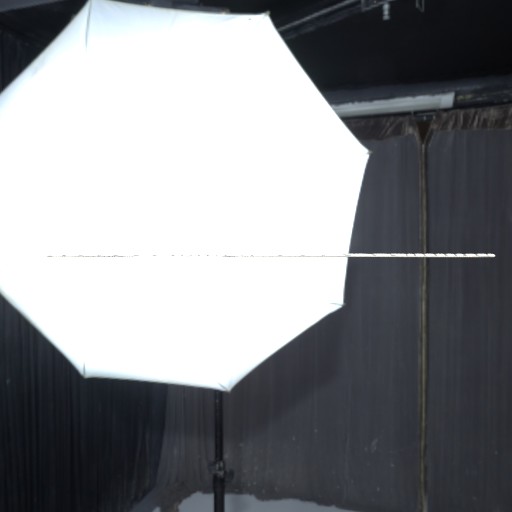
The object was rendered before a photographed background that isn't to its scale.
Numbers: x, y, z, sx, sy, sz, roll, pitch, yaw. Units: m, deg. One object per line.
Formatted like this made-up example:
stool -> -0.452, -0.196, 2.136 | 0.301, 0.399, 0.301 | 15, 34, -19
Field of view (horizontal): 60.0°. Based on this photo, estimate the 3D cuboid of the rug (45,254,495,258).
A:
rug -> 0.000, 0.000, 2.667 | 2.439, 0.020, 0.773 | 0, 0, 18
